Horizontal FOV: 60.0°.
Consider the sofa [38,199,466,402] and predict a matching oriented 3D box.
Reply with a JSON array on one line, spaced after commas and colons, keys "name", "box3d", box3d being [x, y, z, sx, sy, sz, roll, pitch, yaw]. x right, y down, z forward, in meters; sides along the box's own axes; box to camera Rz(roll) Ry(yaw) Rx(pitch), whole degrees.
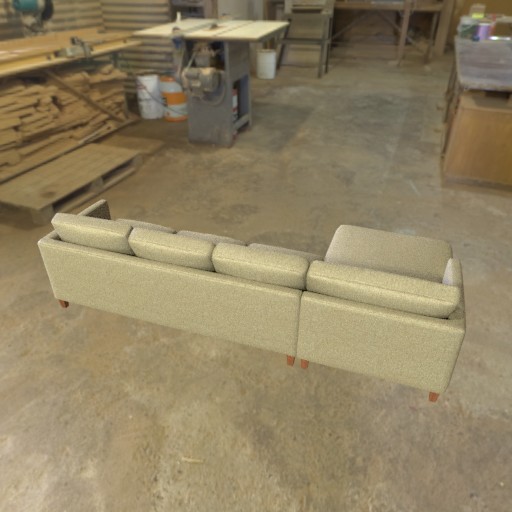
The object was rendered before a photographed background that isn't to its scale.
[{"name": "sofa", "box3d": [0.000, 0.000, 3.775, 3.201, 0.876, 1.502, 11, 34, 16]}]
